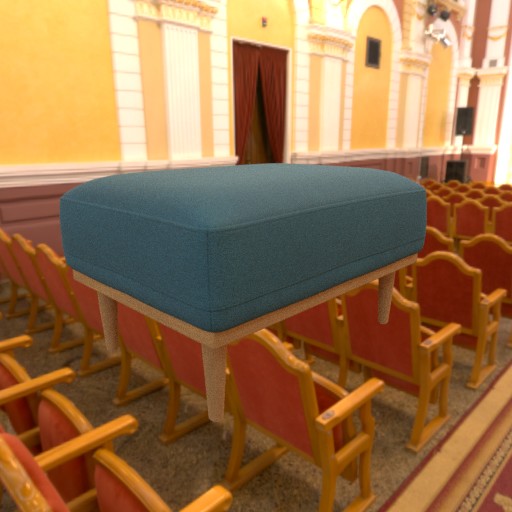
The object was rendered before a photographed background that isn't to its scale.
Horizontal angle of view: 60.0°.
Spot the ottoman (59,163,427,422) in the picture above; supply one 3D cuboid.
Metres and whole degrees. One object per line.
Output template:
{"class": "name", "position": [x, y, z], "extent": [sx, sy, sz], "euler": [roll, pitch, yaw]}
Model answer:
{"class": "ottoman", "position": [0.000, 0.000, 1.097], "extent": [0.549, 0.428, 0.749], "euler": [14, 21, 43]}
